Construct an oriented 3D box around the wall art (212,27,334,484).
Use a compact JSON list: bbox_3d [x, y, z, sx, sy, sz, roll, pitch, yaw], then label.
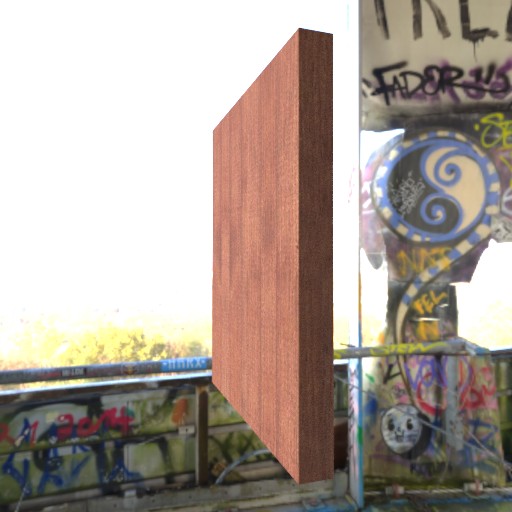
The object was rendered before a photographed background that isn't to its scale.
[{"bbox_3d":[0.000,0.000,0.621,0.039,0.449,0.377,0,0,-19],"label":"wall art"}]
